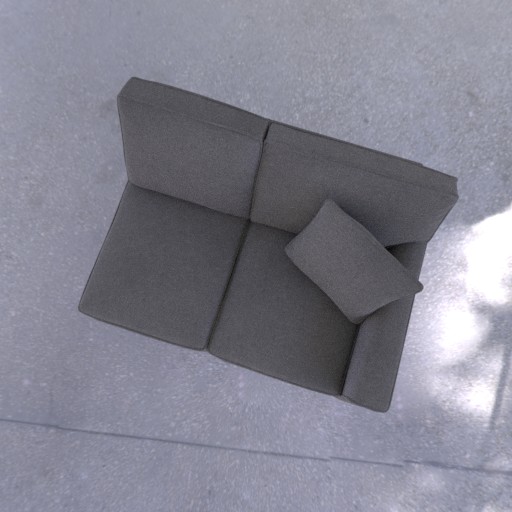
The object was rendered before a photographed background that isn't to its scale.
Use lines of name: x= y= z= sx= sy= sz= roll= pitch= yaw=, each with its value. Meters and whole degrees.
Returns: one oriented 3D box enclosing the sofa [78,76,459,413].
sofa: x=0.000 y=0.000 z=2.017 sx=1.388 sy=0.989 sz=0.991 roll=18 pitch=76 yaw=4
